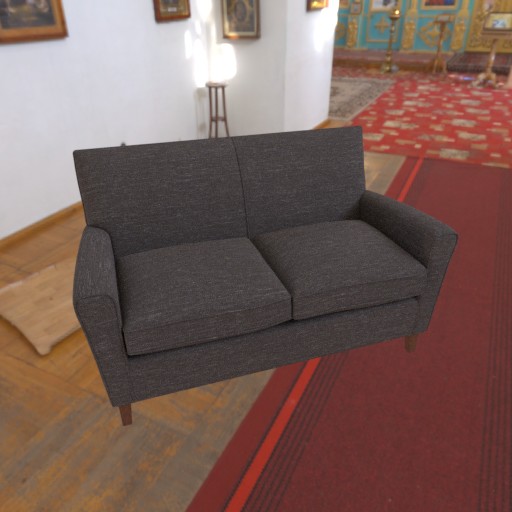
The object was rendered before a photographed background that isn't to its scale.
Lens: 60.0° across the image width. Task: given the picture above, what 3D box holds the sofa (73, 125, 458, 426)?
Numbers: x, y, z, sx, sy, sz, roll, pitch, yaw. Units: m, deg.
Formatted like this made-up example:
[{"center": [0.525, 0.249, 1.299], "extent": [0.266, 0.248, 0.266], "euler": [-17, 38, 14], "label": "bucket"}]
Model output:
[{"center": [0.000, 0.000, 2.034], "extent": [1.509, 0.905, 0.867], "euler": [-9, 31, -16], "label": "sofa"}]
